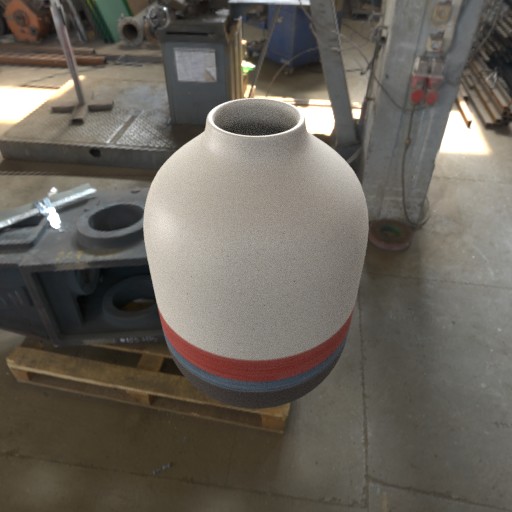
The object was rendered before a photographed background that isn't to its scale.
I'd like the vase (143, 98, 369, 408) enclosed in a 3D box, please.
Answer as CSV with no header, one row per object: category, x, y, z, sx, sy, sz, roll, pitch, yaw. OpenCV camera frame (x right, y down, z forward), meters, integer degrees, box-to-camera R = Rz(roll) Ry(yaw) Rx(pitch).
vase,0.000,0.000,0.362,0.169,0.237,0.169,0,40,0
